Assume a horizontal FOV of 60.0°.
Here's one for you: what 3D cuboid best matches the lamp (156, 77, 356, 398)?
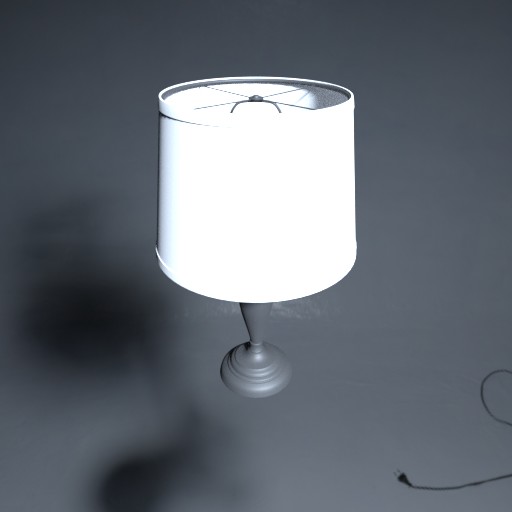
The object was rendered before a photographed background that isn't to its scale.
[{"bbox_3d":[0.000,0.000,0.711,0.310,0.501,0.310,0,31,0],"label":"lamp"}]
